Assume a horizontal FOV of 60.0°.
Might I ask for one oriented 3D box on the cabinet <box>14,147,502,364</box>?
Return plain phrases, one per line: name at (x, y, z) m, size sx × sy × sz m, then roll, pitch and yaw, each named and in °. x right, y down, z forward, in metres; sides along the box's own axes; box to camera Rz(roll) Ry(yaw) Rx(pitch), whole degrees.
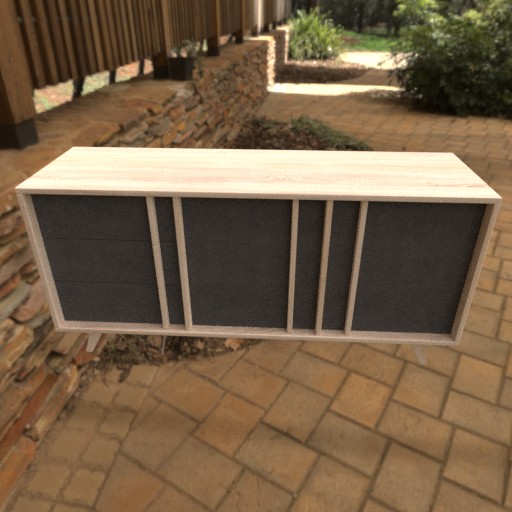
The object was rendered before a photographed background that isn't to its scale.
cabinet at (0.000, 0.000, 1.906) m, size 1.650 × 0.780 × 0.500 m, roll 2°, pitch 30°, yaw 3°
